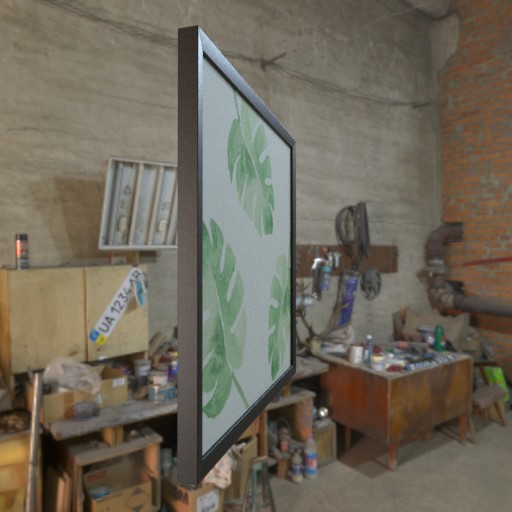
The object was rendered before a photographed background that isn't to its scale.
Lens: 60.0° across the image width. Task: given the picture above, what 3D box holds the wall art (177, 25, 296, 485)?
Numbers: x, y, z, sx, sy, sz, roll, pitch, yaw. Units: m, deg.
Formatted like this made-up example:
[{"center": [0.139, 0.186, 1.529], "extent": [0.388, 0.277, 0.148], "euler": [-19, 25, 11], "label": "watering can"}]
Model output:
[{"center": [0.000, 0.000, 1.106], "extent": [0.038, 0.765, 0.765], "euler": [0, 0, 17], "label": "wall art"}]
